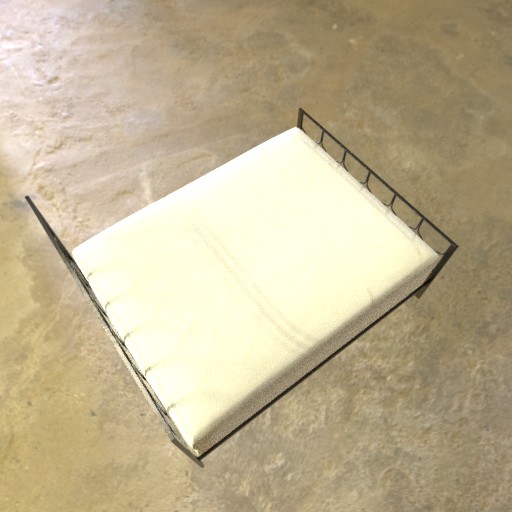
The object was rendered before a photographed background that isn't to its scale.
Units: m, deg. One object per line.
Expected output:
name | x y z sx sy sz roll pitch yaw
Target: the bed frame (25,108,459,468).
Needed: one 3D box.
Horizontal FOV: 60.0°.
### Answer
bed frame | 0.000 0.000 3.008 2.063 1.222 1.597 -33 65 -17
